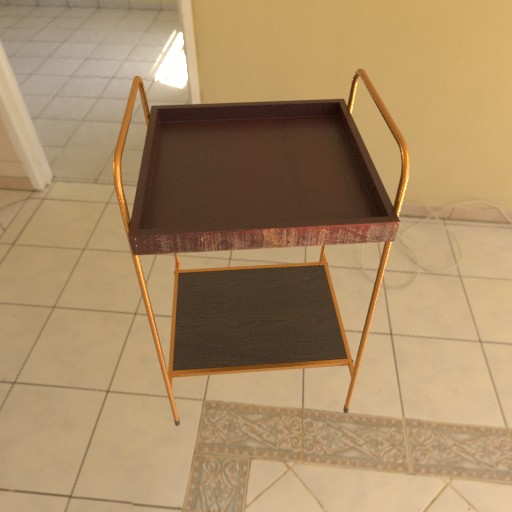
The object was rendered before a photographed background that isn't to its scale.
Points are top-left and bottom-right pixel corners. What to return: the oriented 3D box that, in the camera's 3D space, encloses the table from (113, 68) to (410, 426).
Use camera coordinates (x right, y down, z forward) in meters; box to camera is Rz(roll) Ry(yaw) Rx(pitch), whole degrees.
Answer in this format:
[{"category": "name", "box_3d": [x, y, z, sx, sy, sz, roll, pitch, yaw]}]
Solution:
[{"category": "table", "box_3d": [0.000, 0.000, 0.981, 0.430, 0.710, 0.430, -3, 46, -3]}]
